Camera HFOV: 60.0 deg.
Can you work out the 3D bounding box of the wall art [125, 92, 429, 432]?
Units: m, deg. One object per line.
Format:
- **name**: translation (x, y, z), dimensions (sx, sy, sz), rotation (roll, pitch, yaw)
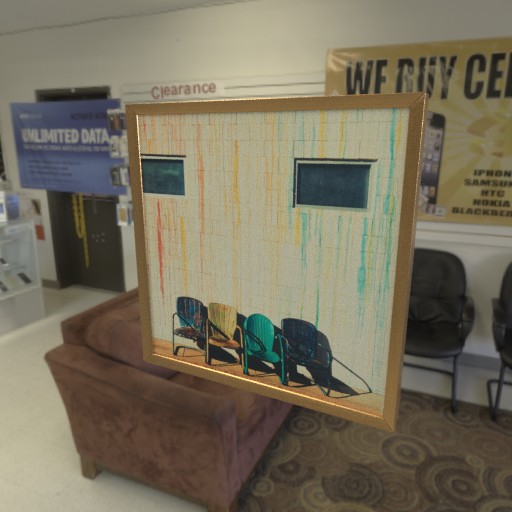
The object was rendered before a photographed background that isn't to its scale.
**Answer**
- **wall art**: translation (0.000, 0.000, 0.758), dimensions (0.505, 0.505, 0.037), rotation (8, 17, 26)
